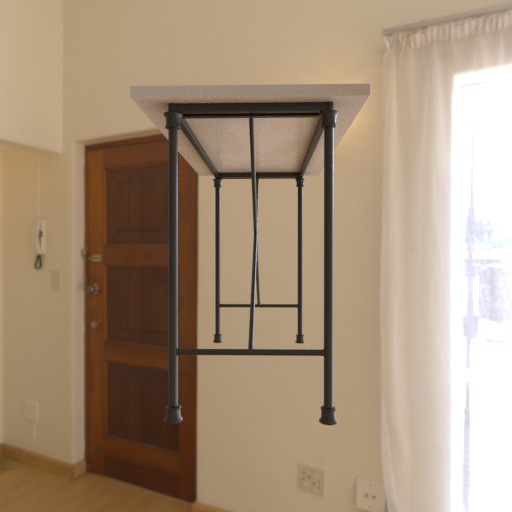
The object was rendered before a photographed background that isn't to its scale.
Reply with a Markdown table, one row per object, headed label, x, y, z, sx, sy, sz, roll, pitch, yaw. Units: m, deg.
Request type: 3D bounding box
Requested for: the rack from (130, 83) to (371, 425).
| label | x | y | z | sx | sy | sz | roll | pitch | yaw |
| --- | --- | --- | --- | --- | --- | --- | --- | --- | --- |
| rack | 0.000 | 0.000 | 1.709 | 0.613 | 0.880 | 1.159 | 0 | 0 | 2 |
